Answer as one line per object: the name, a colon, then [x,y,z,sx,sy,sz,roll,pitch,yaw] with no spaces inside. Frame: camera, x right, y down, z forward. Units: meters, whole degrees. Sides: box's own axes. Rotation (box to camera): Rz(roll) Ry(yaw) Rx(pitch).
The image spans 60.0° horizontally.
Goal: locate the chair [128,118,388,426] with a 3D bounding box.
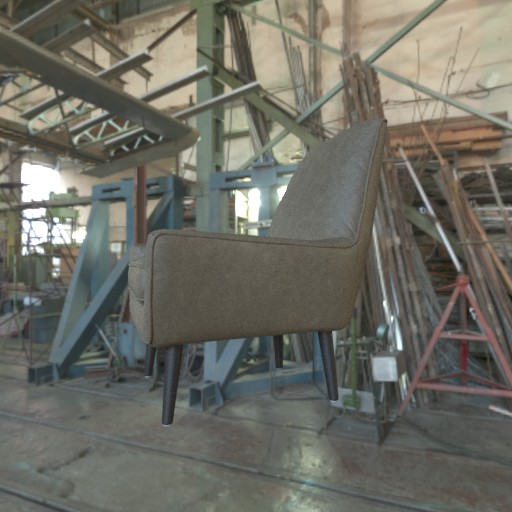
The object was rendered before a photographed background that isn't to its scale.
chair: [0.000,0.000,1.506,0.824,0.888,0.787,0,-1,-19]
